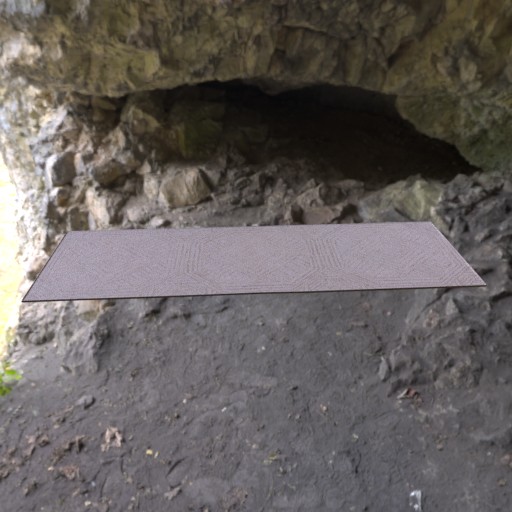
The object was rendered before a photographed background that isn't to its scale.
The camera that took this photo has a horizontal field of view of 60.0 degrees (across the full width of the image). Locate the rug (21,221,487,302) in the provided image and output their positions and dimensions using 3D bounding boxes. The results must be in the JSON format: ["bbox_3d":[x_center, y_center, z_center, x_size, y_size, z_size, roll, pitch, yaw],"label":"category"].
[{"bbox_3d":[0.000,0.000,2.656,2.452,0.012,0.775,-2,31,-3],"label":"rug"}]
